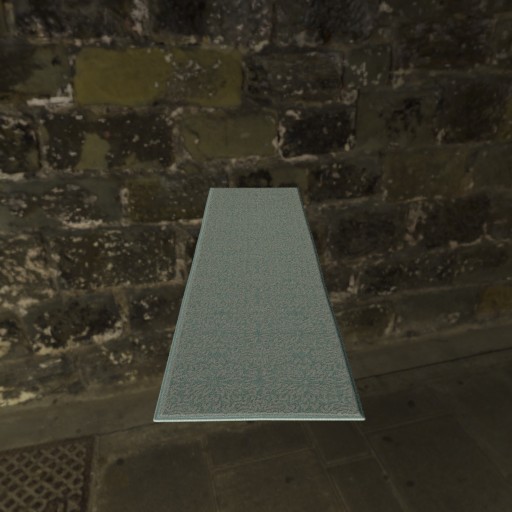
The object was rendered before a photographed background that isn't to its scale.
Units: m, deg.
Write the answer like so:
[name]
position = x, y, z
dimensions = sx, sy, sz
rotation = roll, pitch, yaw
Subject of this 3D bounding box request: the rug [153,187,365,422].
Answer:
[rug]
position = 0.000, 0.000, 2.349
dimensions = 0.662, 0.011, 2.196
rotation = 0, 28, -1
